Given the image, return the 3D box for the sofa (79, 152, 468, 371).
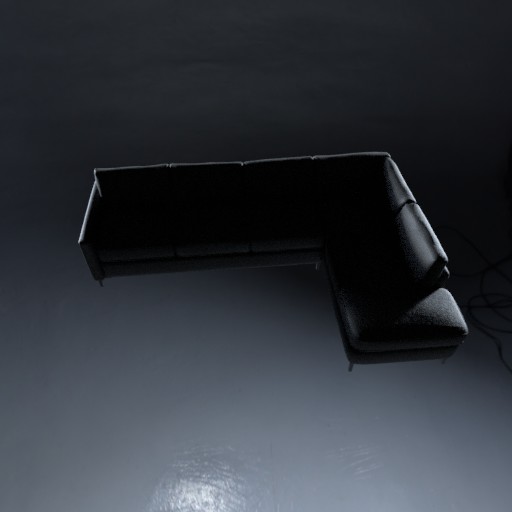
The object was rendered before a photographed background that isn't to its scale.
[{"bbox_3d":[0.000,0.000,3.823,2.972,0.858,1.984,-4,46,-4],"label":"sofa"}]
